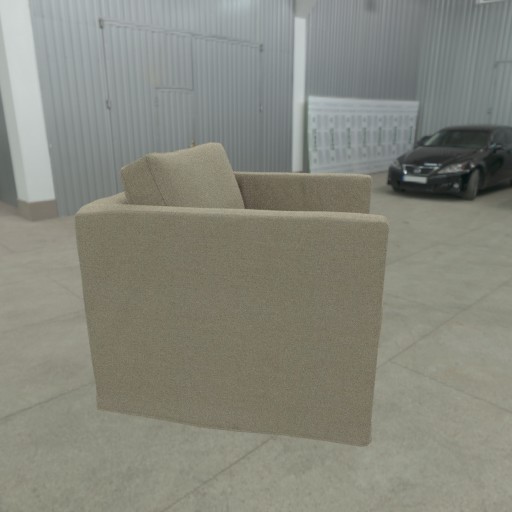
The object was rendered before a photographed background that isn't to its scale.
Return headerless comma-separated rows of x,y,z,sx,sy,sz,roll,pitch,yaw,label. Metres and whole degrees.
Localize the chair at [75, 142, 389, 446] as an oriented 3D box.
0.000,0.000,1.791,0.949,0.863,1.057,3,18,11,chair
